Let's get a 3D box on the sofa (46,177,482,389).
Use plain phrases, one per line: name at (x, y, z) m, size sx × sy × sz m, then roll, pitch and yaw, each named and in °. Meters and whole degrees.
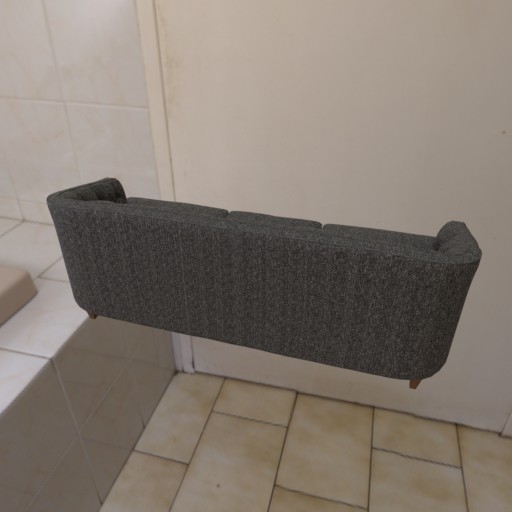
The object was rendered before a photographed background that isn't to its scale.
sofa at (0.000, 0.000, 2.644) m, size 2.278 × 0.855 × 0.941 m, roll 9°, pitch 33°, yaw 14°
